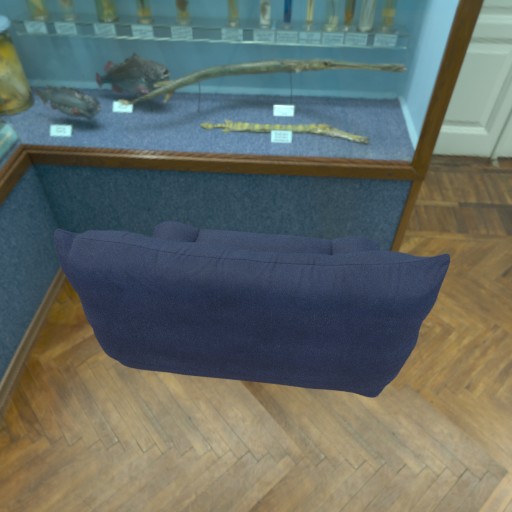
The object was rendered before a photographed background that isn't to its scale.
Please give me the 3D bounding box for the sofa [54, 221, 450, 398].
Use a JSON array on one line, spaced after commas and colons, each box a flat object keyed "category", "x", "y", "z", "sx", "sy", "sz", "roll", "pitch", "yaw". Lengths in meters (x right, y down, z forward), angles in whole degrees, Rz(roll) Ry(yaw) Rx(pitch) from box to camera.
[{"category": "sofa", "x": 0.000, "y": 0.000, "z": 1.704, "sx": 1.122, "sy": 0.778, "sz": 0.849, "roll": 5, "pitch": 47, "yaw": 5}]
